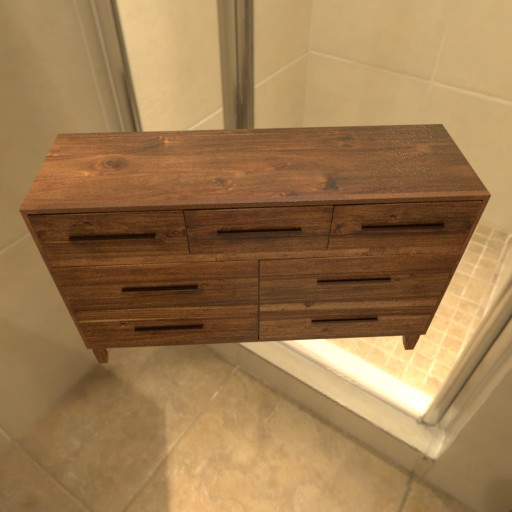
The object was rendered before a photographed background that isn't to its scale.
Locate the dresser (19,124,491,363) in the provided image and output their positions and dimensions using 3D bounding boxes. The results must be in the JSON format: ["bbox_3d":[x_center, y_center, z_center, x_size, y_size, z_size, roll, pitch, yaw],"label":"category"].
[{"bbox_3d":[0.000,0.000,1.768,1.400,0.873,0.446,-2,45,-2],"label":"dresser"}]
